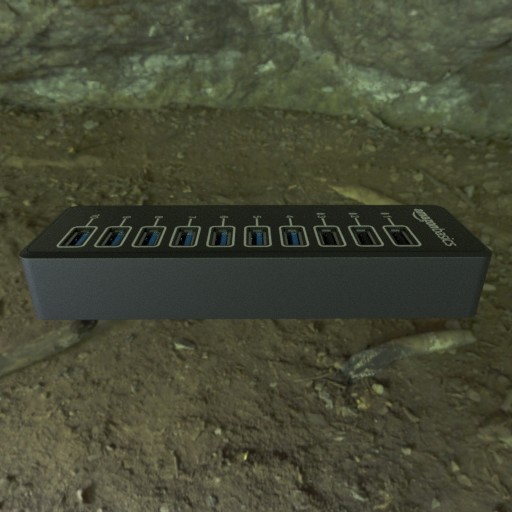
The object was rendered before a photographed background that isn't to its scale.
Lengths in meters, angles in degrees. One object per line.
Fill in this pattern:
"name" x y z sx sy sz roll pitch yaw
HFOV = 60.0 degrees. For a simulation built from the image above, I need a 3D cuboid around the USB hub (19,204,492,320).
"USB hub" 0.000 0.000 0.157 0.145 0.023 0.044 0 27 0
